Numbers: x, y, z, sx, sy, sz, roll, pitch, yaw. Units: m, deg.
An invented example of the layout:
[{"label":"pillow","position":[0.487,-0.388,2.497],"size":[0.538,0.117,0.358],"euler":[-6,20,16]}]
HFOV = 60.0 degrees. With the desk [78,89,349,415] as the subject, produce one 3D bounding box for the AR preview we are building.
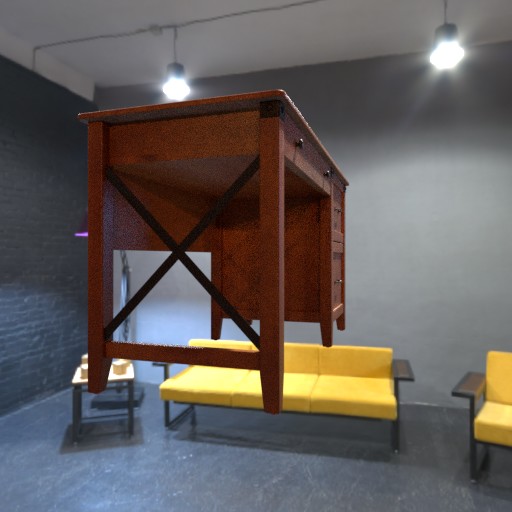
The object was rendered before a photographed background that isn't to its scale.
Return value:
[{"label":"desk","position":[0.000,0.000,1.736],"size":[0.574,0.756,1.353],"euler":[0,0,18]}]
